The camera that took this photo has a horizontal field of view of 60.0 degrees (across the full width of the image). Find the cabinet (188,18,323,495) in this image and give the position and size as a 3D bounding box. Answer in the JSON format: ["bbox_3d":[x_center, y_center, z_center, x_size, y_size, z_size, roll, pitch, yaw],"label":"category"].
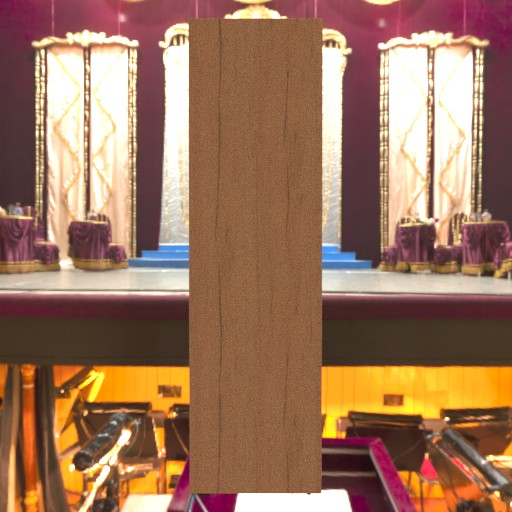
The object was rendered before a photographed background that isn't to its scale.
[{"bbox_3d":[0.000,0.000,2.623,0.580,2.070,1.400,0,1,0],"label":"cabinet"}]
